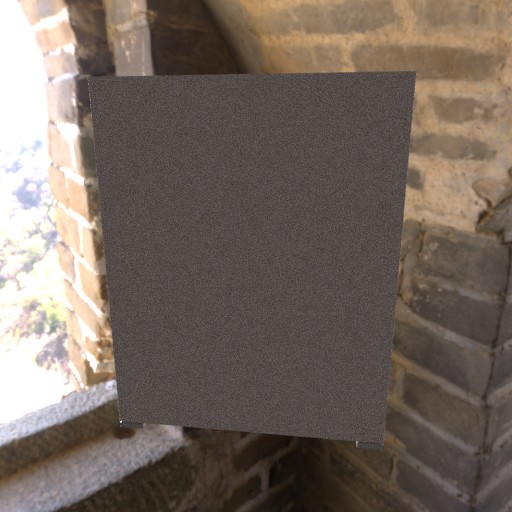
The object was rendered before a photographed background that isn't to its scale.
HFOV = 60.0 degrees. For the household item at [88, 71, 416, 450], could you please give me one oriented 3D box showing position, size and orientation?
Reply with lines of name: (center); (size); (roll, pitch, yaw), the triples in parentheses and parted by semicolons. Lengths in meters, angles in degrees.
household item: (0.000, 0.000, 1.388); (0.790, 1.010, 0.420); (2, 15, 7)
